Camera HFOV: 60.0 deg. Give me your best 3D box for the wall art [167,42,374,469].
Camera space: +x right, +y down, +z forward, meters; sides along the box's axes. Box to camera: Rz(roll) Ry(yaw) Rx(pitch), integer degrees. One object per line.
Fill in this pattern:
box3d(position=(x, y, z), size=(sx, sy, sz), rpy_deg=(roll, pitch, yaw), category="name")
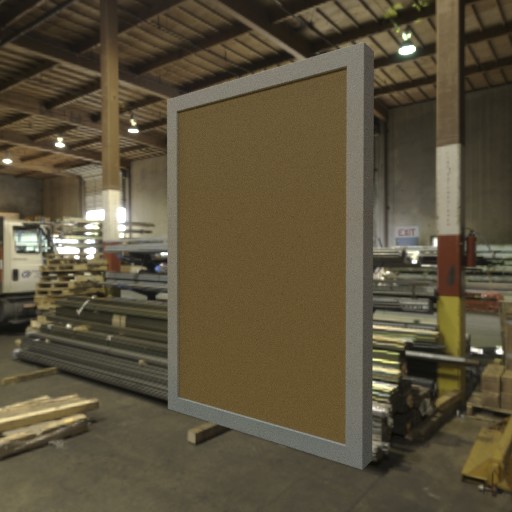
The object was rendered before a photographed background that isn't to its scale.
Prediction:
box3d(position=(0.000, 0.000, 0.768), size=(0.408, 0.611, 0.038), rpy_deg=(1, 1, 37), category="wall art")
